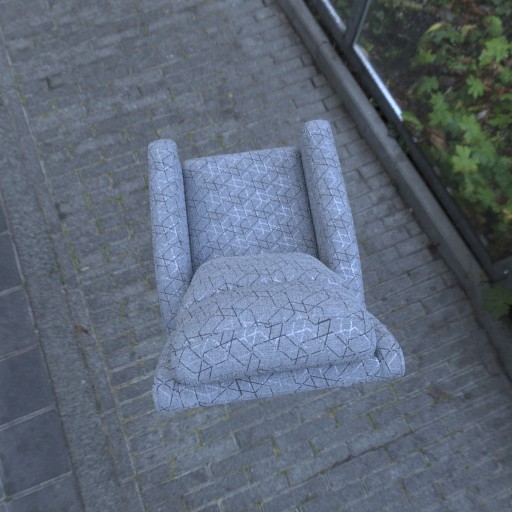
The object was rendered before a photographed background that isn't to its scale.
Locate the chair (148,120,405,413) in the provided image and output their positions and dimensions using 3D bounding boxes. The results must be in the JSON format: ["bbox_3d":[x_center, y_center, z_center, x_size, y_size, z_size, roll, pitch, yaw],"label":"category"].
[{"bbox_3d":[0.000,0.000,1.708,0.753,1.048,0.987,-8,76,-2],"label":"chair"}]
